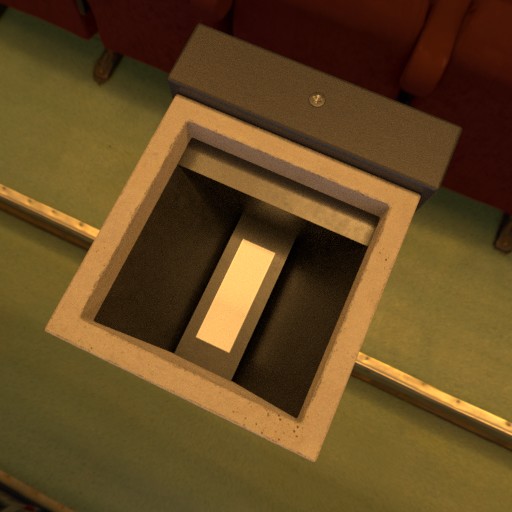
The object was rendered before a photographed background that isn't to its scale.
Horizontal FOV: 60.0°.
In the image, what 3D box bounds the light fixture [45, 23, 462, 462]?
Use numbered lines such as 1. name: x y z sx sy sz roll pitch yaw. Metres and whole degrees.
1. light fixture: 0.000 0.000 0.229 0.121 0.121 0.143 24 78 5
